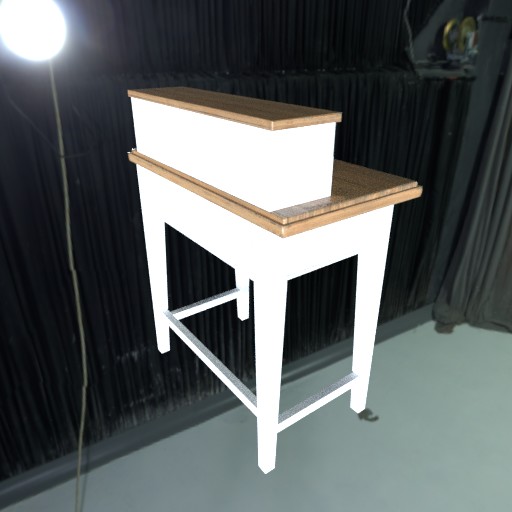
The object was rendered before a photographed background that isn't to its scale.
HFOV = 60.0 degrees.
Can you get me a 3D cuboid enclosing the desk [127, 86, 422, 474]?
[{"bbox_3d":[0.000,0.000,1.434,0.462,0.981,0.814,-18,31,-32],"label":"desk"}]
